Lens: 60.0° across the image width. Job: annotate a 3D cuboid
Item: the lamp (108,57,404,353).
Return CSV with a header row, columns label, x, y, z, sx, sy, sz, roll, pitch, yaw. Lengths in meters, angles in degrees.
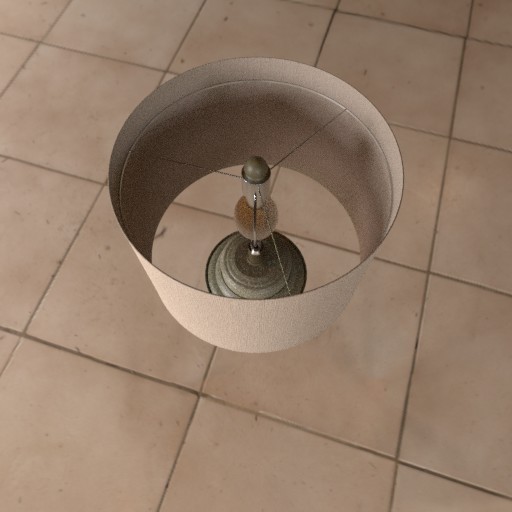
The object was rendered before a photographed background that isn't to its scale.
label,x,y,z,sx,sy,sz,roll,pitch,yaw
lamp,0.000,0.000,0.697,0.318,0.486,0.318,0,65,0
